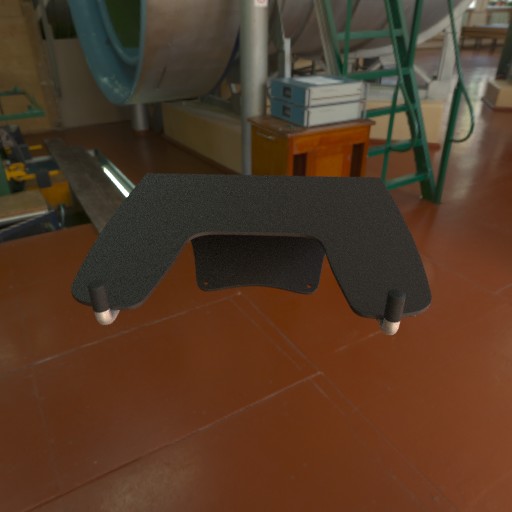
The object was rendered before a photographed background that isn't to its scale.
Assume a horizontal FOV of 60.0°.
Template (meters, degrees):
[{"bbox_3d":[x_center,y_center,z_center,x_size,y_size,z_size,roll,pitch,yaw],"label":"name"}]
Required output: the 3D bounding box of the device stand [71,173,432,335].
[{"bbox_3d":[0.000,0.000,0.347,0.230,0.092,0.230,2,30,3],"label":"device stand"}]
